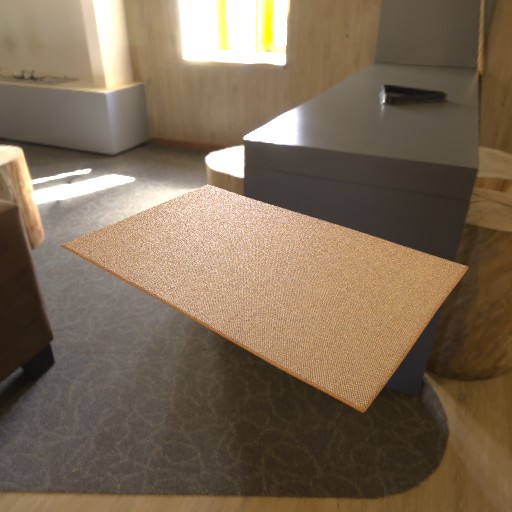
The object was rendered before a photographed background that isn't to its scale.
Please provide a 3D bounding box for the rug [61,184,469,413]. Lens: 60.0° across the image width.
[{"bbox_3d":[0.000,0.000,2.144,1.678,0.013,1.078,22,37,32],"label":"rug"}]
